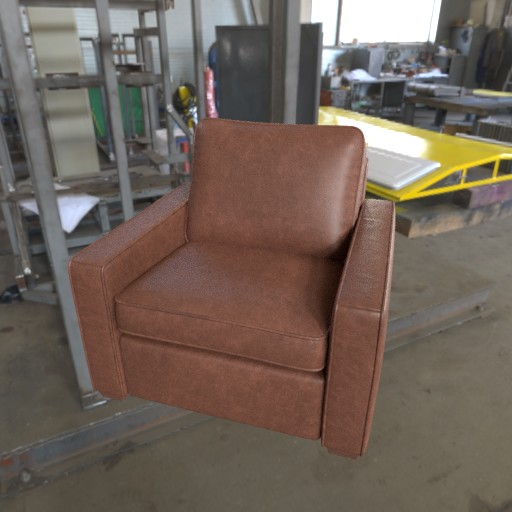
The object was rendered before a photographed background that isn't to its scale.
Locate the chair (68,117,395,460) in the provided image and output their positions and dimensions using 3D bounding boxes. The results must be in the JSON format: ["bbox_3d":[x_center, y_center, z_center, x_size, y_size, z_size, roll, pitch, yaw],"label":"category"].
[{"bbox_3d":[0.000,0.000,1.712,1.017,0.919,0.940,8,27,15],"label":"chair"}]
